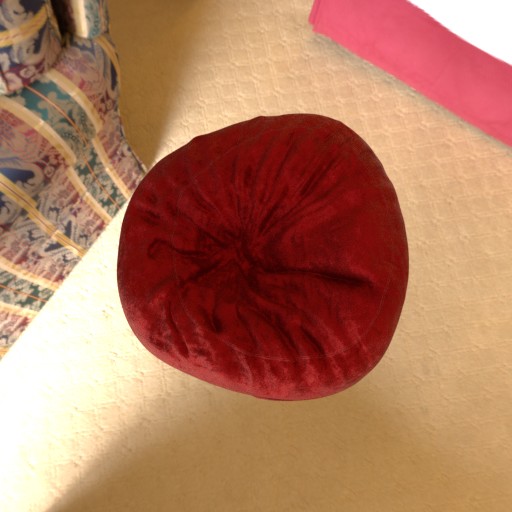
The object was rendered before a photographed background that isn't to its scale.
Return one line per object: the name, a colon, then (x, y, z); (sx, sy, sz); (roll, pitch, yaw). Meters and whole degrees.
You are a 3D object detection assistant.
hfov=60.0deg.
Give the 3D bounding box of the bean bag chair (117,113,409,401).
bean bag chair: (0.000, 0.000, 2.435); (1.524, 0.878, 1.524); (-3, 75, -1)
